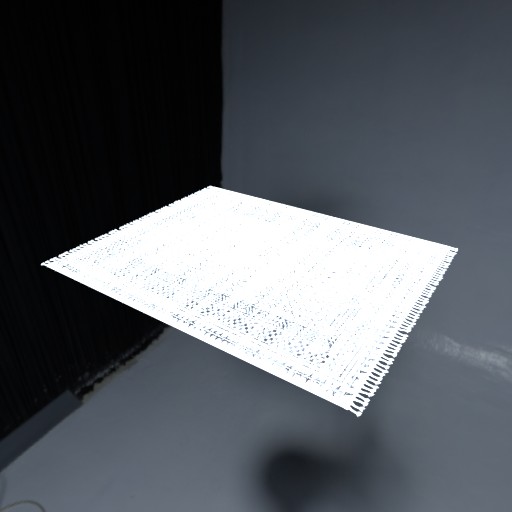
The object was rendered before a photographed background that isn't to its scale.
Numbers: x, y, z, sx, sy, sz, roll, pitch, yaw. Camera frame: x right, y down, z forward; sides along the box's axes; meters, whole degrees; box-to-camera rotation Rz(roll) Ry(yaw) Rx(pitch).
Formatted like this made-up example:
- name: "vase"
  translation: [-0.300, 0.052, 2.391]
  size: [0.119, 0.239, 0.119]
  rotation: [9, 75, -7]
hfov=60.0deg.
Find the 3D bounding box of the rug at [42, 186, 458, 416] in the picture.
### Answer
- name: "rug"
  translation: [0.000, 0.000, 3.934]
  size: [2.940, 0.013, 2.312]
  rotation: [18, 34, 29]
